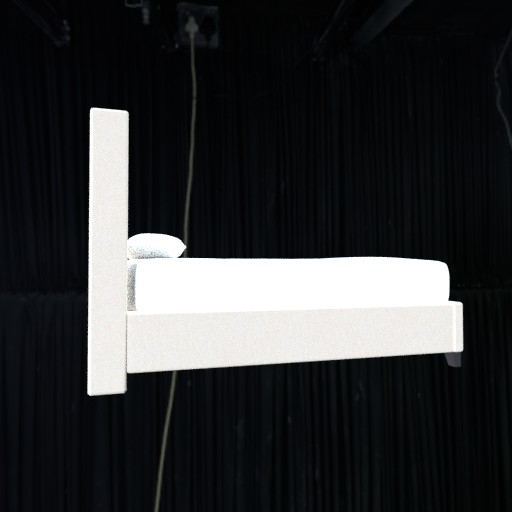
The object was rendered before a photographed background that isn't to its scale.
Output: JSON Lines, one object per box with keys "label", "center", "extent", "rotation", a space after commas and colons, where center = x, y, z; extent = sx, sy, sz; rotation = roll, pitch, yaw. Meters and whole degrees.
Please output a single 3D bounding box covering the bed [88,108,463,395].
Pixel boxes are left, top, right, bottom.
{"label": "bed", "center": [0.000, 0.000, 3.423], "extent": [2.293, 1.471, 1.778], "rotation": [0, -1, -16]}
